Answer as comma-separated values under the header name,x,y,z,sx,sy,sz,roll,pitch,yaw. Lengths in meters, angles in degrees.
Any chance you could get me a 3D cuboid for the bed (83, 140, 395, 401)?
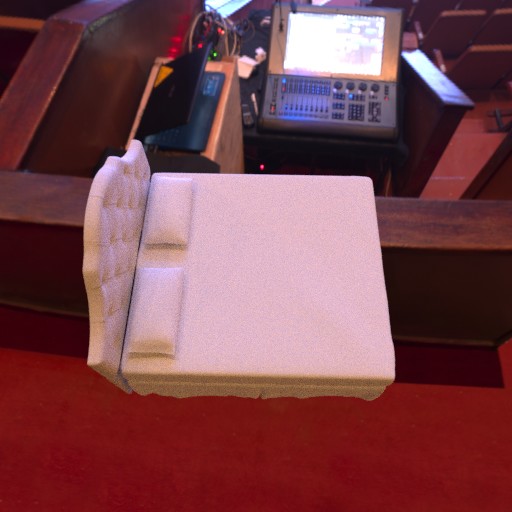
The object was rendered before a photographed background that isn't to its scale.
name,x,y,z,sx,sy,sz,roll,pitch,yaw
bed,0.000,0.000,3.620,2.214,1.615,2.008,1,63,1
